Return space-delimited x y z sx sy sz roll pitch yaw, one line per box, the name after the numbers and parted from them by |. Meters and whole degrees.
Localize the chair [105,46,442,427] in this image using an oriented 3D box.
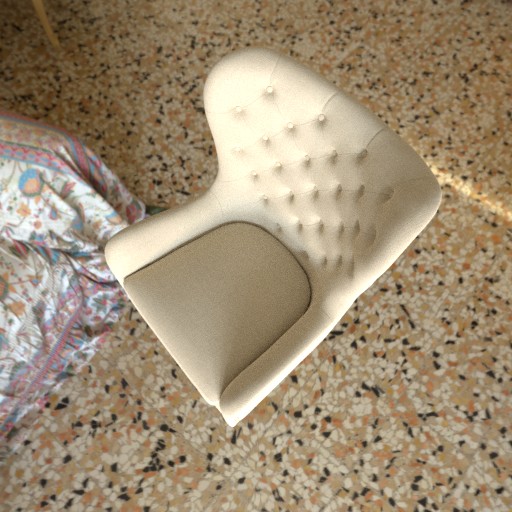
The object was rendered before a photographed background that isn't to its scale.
0.000 0.000 1.683 0.929 1.079 0.831 -37 70 -16 | chair
